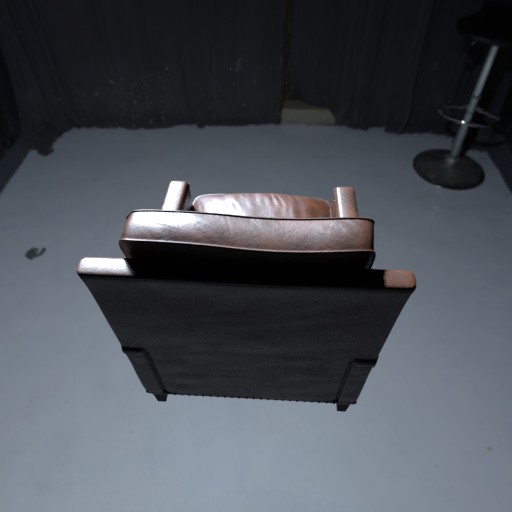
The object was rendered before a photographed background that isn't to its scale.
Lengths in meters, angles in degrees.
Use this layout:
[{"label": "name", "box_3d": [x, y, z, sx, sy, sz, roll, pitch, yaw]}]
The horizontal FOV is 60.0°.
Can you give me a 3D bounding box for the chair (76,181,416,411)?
[{"label": "chair", "box_3d": [0.000, 0.000, 1.767, 0.854, 1.054, 1.035, 2, 46, 2]}]
